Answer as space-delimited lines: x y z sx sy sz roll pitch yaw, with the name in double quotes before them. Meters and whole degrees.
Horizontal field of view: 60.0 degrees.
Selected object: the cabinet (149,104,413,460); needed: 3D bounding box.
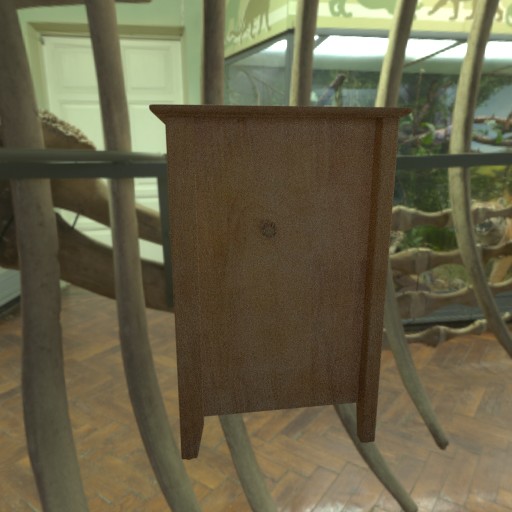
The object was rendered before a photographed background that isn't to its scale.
"cabinet" 0.000 0.000 1.273 0.503 0.762 0.763 -2 14 -9
